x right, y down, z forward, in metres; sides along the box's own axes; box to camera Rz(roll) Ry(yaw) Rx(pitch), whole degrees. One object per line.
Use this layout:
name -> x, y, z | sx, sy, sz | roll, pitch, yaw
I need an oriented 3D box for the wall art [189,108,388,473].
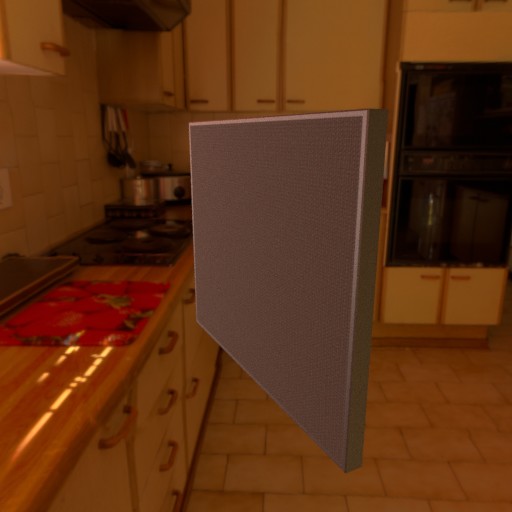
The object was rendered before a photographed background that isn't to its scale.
wall art -> 0.000, 0.000, 0.768 | 0.029, 0.458, 0.559 | -8, 17, -27
